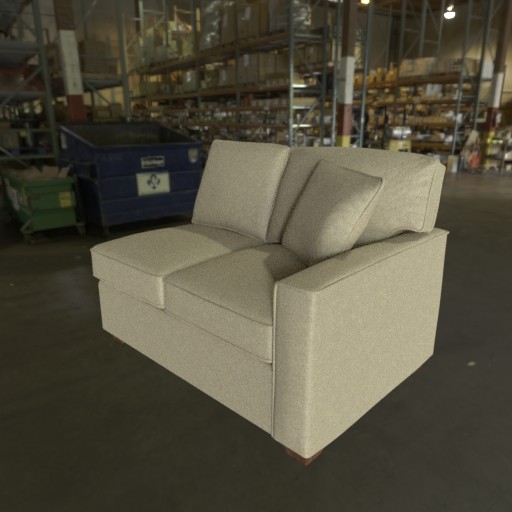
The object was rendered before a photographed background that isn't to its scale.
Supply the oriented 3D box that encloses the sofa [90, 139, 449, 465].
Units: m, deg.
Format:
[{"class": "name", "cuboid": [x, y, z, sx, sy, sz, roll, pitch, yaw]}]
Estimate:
[{"class": "sofa", "cuboid": [0.000, 0.000, 2.057, 1.388, 0.989, 0.991, 16, 23, 42]}]
